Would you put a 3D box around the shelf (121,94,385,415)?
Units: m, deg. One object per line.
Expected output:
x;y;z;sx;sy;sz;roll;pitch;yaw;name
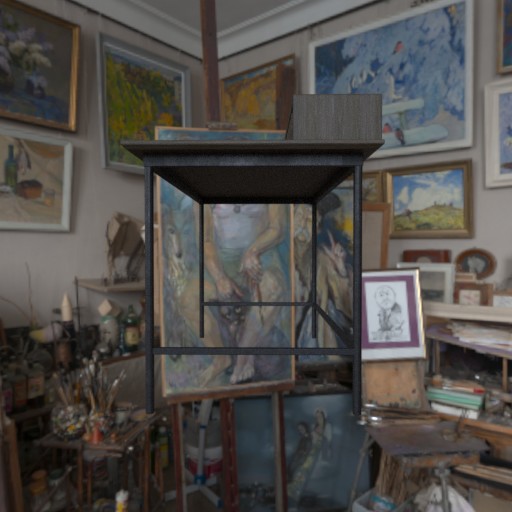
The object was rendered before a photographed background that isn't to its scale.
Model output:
0.000;0.000;1.760;0.685;0.865;1.212;0;1;1;shelf
